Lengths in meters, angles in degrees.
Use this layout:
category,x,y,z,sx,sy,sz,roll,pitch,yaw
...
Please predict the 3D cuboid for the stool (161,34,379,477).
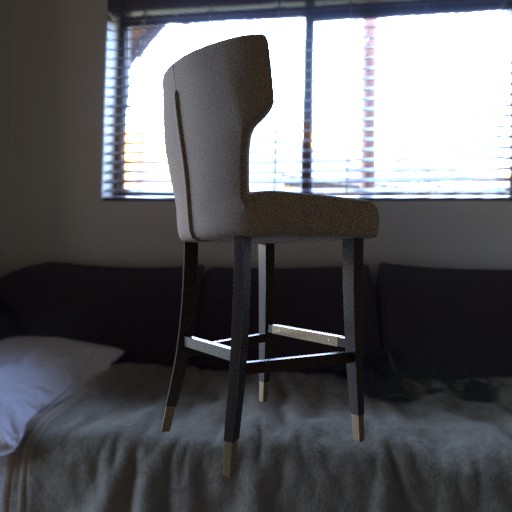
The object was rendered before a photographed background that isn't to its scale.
category,x,y,z,sx,sy,sz,roll,pitch,yaw
stool,0.000,0.000,1.377,0.563,1.092,0.526,1,-1,-37
